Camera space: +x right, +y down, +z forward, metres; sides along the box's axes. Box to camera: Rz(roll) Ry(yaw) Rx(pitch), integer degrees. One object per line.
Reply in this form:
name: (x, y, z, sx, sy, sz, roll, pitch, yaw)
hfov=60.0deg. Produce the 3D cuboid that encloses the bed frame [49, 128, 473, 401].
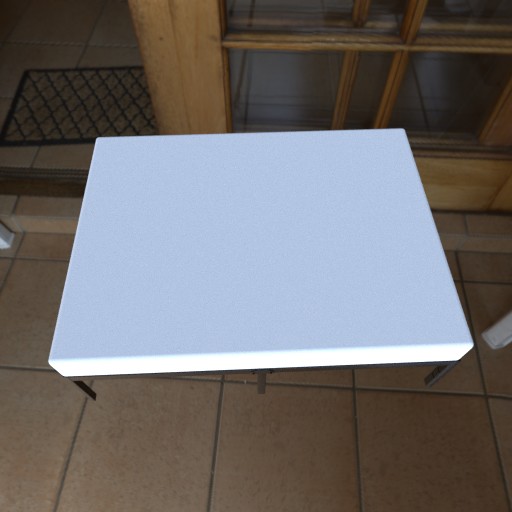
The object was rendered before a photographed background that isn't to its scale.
bed frame: (0.000, 0.000, 2.788, 2.072, 0.659, 1.557, -2, 57, -1)
